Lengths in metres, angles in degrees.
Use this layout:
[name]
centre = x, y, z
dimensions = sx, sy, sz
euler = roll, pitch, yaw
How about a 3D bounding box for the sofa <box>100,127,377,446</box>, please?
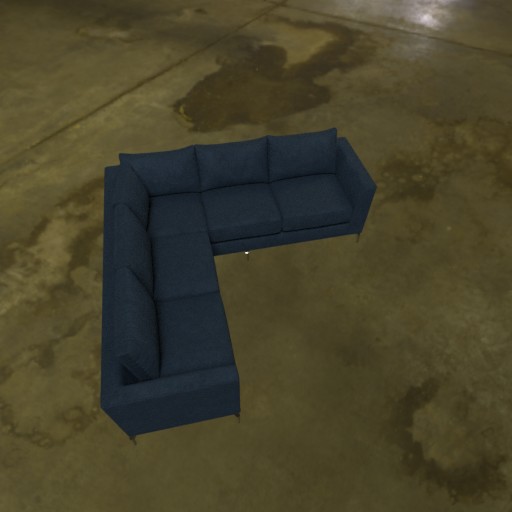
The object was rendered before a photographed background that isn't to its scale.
[sofa]
centre = 0.000, 0.000, 3.835
dimensions = 2.463, 0.988, 2.472
euler = -9, 48, -8
